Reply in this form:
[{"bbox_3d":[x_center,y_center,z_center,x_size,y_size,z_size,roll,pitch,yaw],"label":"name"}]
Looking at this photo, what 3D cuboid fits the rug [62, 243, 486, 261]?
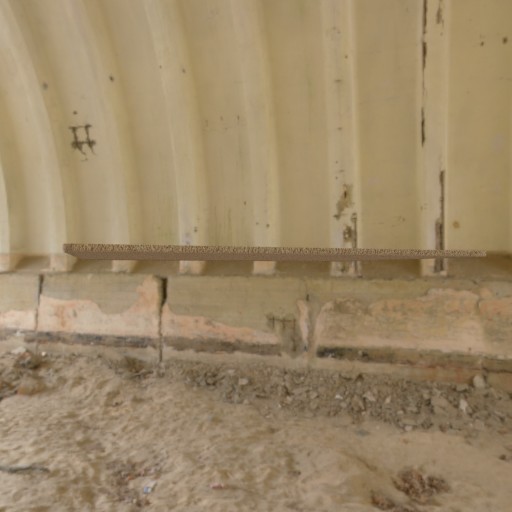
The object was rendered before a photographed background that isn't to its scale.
[{"bbox_3d":[0.000,0.000,2.108,1.600,0.025,1.199,1,-2,-19],"label":"rug"}]
